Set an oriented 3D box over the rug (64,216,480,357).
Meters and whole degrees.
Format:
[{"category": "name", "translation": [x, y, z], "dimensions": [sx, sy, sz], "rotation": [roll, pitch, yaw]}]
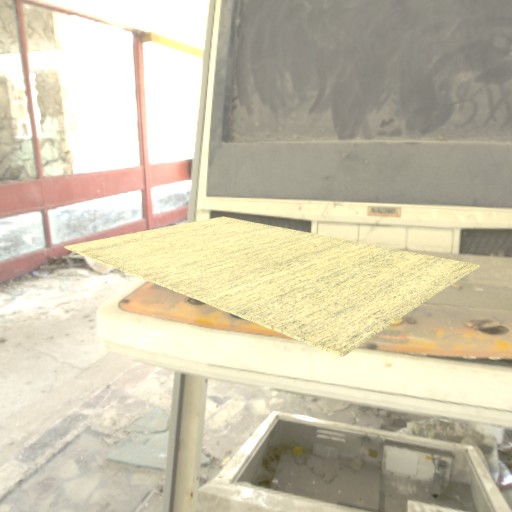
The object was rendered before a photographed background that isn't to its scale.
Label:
[{"category": "rug", "translation": [0.000, 0.000, 2.863], "dimensions": [2.263, 0.017, 1.523], "rotation": [14, 21, 41]}]
